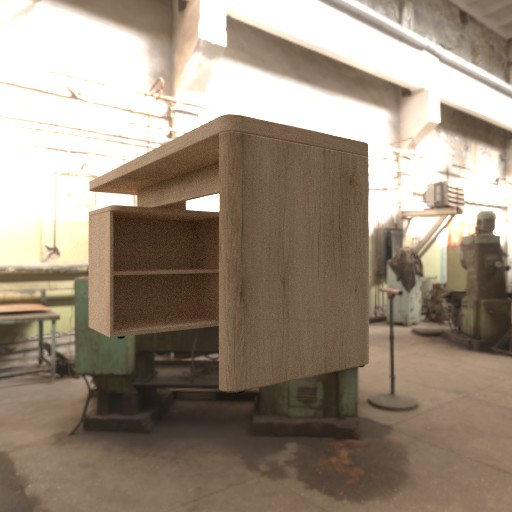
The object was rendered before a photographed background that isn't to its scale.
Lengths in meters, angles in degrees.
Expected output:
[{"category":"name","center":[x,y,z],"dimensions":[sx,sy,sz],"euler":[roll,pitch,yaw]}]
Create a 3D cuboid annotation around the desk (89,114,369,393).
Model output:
[{"category":"desk","center":[0.000,0.000,2.087],"dimensions":[1.175,0.770,1.400],"euler":[0,0,-35]}]
